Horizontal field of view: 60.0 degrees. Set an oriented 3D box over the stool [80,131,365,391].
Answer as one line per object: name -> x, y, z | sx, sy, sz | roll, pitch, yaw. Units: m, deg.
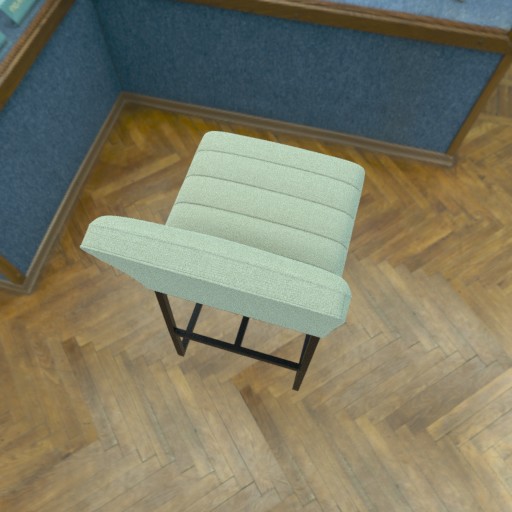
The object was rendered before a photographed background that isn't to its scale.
stool -> 0.000, 0.000, 1.218 | 0.460, 0.940, 0.560 | 15, 65, 7
